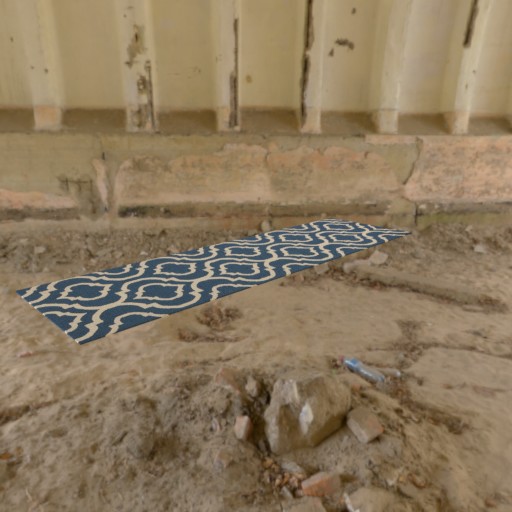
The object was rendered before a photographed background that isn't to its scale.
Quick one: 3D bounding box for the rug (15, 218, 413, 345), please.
[{"bbox_3d":[0.000,0.000,2.486,2.296,0.006,0.685,-15,22,-42],"label":"rug"}]
